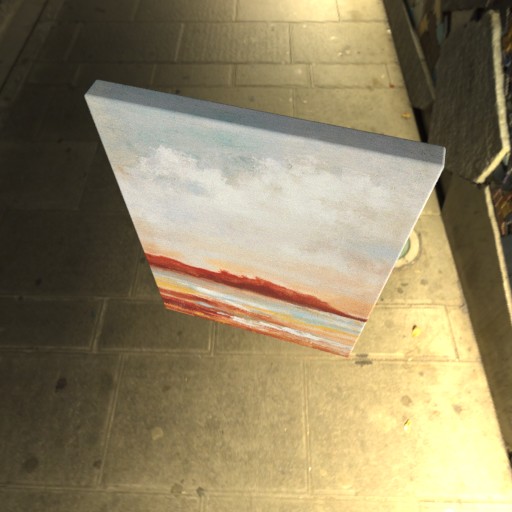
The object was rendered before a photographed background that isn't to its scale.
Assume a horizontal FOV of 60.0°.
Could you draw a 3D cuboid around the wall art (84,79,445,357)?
[{"bbox_3d":[0.000,0.000,0.784,0.443,0.605,0.035,14,58,9],"label":"wall art"}]
